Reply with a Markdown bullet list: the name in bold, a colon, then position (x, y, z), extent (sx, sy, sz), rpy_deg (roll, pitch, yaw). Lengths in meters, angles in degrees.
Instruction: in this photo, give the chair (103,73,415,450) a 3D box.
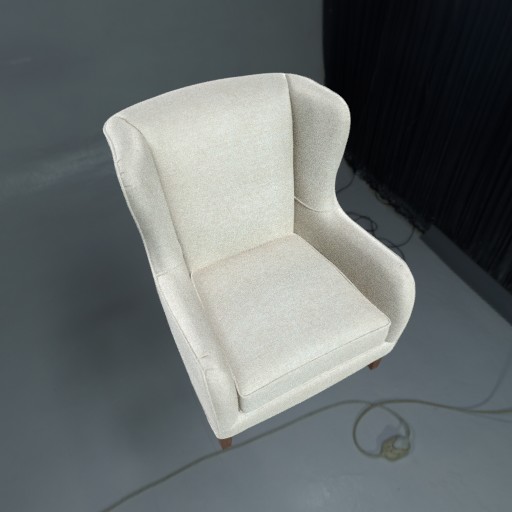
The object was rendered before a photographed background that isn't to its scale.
- **chair**: position (0.000, 0.000, 1.736), extent (0.838, 1.040, 0.966), rpy_deg (-21, 50, -19)
